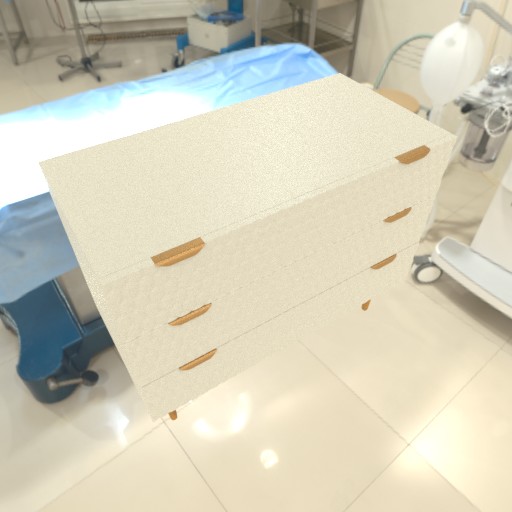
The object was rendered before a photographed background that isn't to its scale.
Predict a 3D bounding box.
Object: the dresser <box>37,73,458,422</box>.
[{"bbox_3d":[0.000,0.000,1.313,0.905,0.721,0.457,-24,50,-22],"label":"dresser"}]
